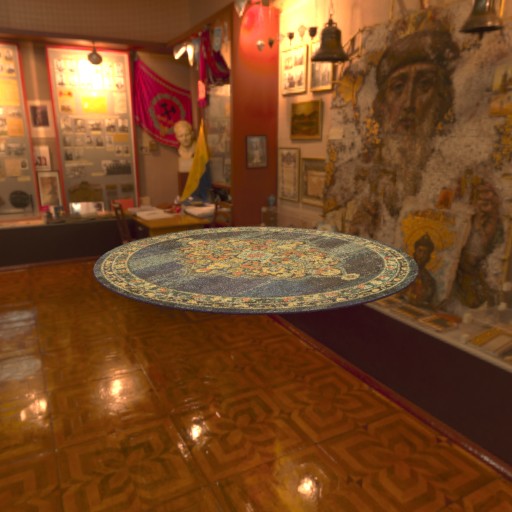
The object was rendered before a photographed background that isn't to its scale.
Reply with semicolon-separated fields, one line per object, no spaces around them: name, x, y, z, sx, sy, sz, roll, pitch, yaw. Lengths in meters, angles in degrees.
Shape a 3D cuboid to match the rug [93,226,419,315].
rug;0.000;0.000;2.297;1.591;0.010;1.591;0;15;0
